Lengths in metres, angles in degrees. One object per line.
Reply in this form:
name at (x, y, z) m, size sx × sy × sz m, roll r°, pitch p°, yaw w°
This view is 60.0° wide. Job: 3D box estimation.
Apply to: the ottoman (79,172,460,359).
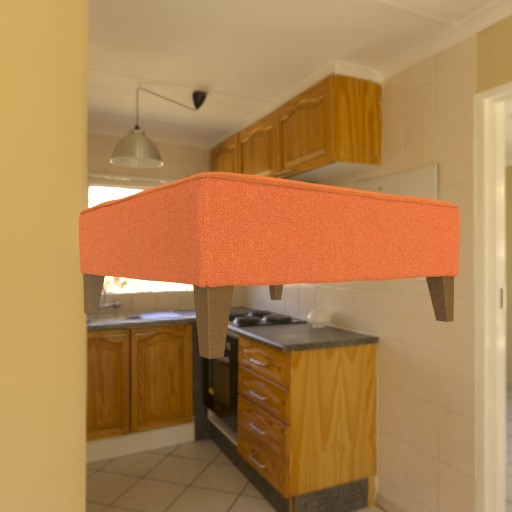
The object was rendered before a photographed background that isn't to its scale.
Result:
ottoman at (0.000, 0.000, 1.589) m, size 0.999 × 0.438 × 0.997 m, roll 0°, pitch 0°, yaw -36°
